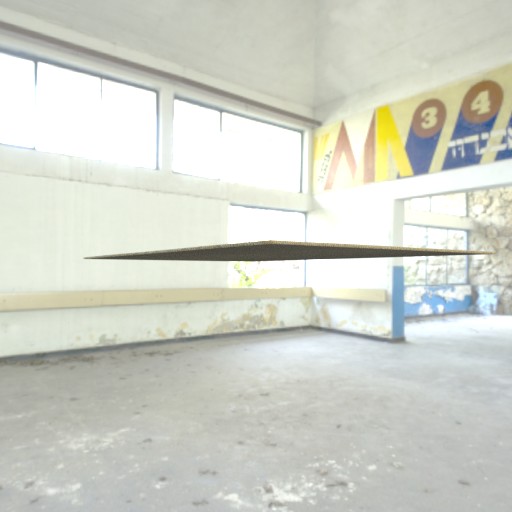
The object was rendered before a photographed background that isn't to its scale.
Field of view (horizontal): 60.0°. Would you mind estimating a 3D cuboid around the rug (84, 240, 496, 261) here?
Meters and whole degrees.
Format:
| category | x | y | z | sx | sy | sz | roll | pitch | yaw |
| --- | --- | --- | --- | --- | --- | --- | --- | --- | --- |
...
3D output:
| category | x | y | z | sx | sy | sz | roll | pitch | yaw |
| --- | --- | --- | --- | --- | --- | --- | --- | --- | --- |
| rug | 0.000 | 0.000 | 2.282 | 1.240 | 0.010 | 1.824 | 1 | -2 | -36 |
